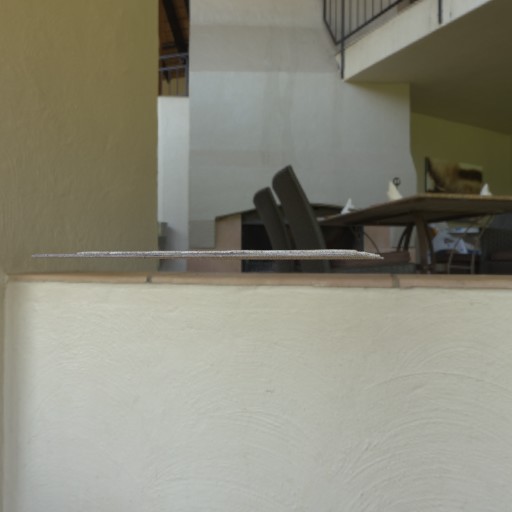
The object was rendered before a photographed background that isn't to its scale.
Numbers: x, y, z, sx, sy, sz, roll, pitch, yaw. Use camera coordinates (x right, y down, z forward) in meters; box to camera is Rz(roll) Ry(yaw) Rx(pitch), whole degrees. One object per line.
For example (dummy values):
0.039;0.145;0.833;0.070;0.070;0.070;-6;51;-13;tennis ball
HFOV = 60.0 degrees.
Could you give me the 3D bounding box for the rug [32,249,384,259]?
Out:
0.000;0.000;2.374;1.222;0.030;1.823;0;-1;19;rug
